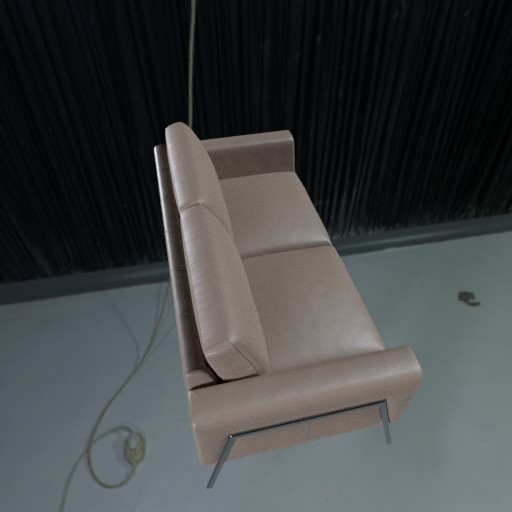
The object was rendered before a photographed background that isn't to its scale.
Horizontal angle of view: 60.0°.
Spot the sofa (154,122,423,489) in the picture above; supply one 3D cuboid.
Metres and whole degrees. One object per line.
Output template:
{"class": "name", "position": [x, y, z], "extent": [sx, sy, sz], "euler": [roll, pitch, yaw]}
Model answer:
{"class": "sofa", "position": [0.000, 0.000, 2.510], "extent": [0.953, 0.875, 2.017], "euler": [-9, 46, -9]}
